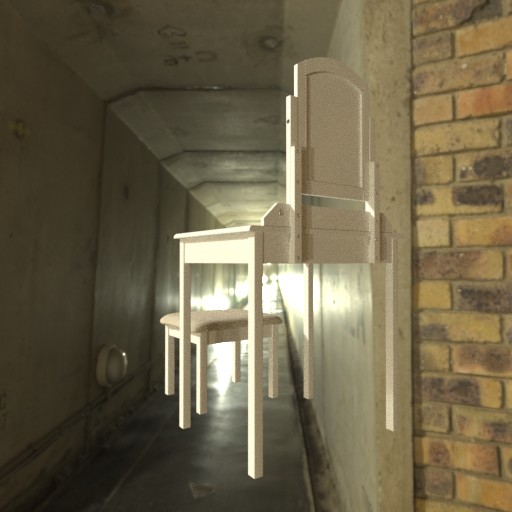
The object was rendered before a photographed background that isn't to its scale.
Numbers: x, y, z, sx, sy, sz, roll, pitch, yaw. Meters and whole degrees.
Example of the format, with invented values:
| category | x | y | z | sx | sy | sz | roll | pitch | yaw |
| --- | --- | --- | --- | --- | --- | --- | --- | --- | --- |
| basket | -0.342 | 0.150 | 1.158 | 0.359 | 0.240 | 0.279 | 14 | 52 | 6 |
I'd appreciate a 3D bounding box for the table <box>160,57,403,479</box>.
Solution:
| category | x | y | z | sx | sy | sz | roll | pitch | yaw |
| --- | --- | --- | --- | --- | --- | --- | --- | --- | --- |
| table | 0.000 | 0.000 | 2.318 | 0.876 | 1.631 | 1.211 | 0 | -1 | -35 |
